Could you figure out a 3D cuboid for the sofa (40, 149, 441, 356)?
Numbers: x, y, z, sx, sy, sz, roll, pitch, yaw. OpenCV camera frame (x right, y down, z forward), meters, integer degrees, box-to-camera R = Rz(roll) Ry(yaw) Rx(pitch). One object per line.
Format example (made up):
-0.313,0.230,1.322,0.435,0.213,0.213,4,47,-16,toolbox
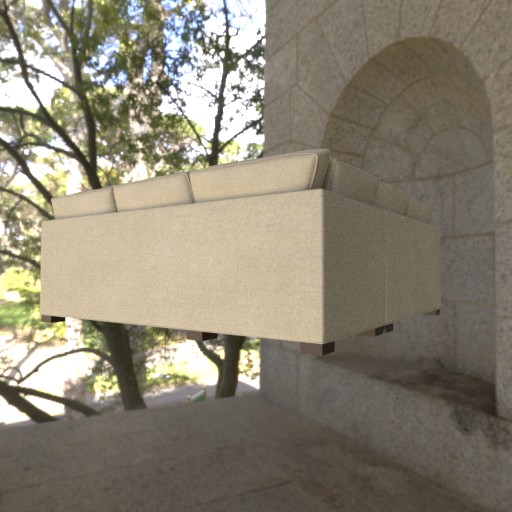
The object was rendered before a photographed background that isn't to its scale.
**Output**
0.000,0.000,3.363,2.211,0.936,2.188,-1,-2,34,sofa
